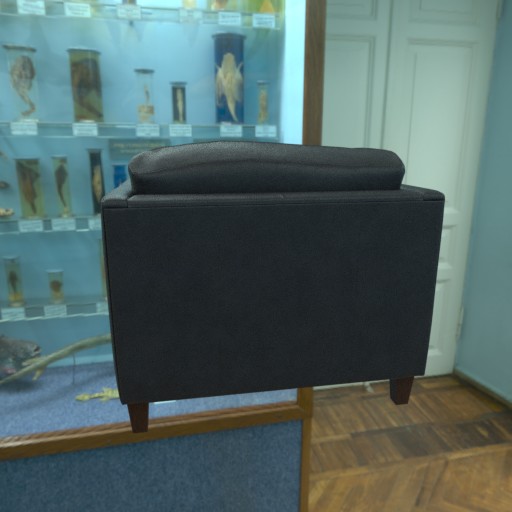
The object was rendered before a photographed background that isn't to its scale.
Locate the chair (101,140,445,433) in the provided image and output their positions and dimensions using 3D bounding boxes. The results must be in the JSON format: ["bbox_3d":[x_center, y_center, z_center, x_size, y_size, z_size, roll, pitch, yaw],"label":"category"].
[{"bbox_3d":[0.000,0.000,1.614,0.939,0.811,0.862,-3,15,-10],"label":"chair"}]
